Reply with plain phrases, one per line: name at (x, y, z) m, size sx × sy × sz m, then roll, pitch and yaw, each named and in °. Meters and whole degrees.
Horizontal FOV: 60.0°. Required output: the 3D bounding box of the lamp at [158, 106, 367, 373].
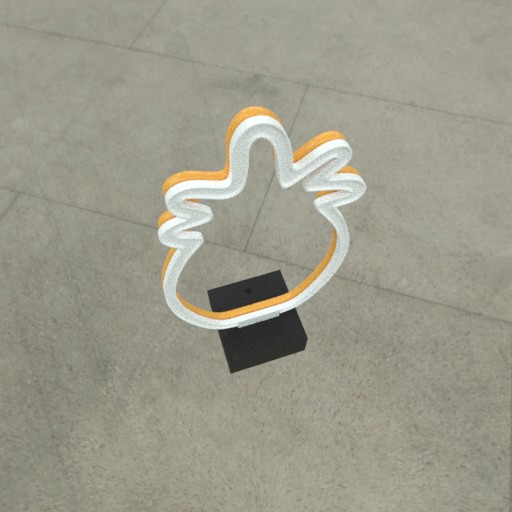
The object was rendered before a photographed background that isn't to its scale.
lamp at (0.000, 0.000, 0.383) m, size 0.167 × 0.317 × 0.088 m, roll -15°, pitch 60°, yaw -9°
